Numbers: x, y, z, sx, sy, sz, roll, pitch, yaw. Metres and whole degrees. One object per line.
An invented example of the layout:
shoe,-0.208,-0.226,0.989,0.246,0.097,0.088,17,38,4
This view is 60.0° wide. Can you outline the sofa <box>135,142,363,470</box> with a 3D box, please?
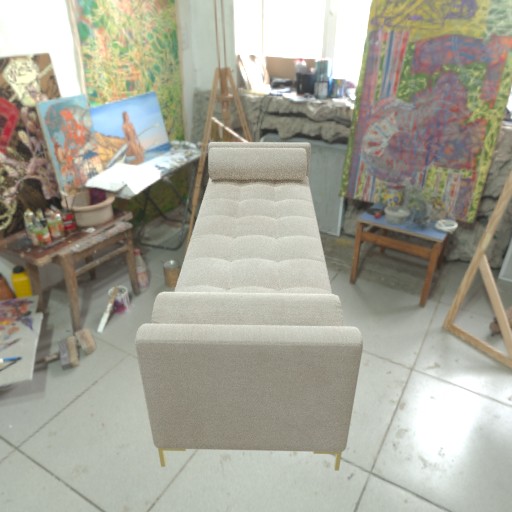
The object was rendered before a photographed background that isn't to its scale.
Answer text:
sofa,0.000,0.000,2.300,0.686,0.635,1.981,1,31,1
